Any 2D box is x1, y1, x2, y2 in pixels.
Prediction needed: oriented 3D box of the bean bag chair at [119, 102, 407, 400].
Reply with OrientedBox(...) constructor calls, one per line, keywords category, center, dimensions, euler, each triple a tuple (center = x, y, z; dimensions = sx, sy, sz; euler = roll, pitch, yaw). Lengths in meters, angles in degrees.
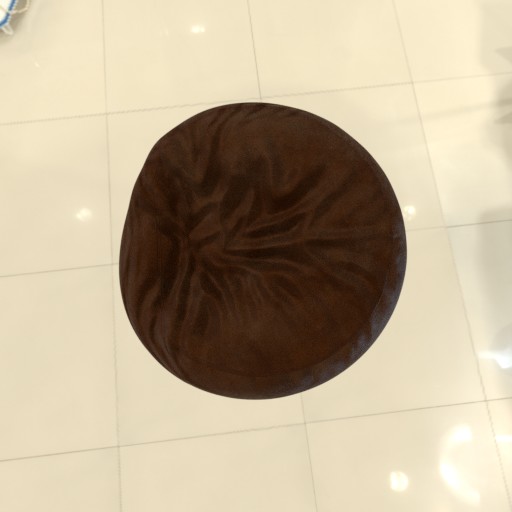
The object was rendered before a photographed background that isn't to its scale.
OrientedBox(category="bean bag chair", center=(0.000, 0.000, 1.492), dimensions=(0.918, 0.616, 0.918), euler=(0, 76, 0))
